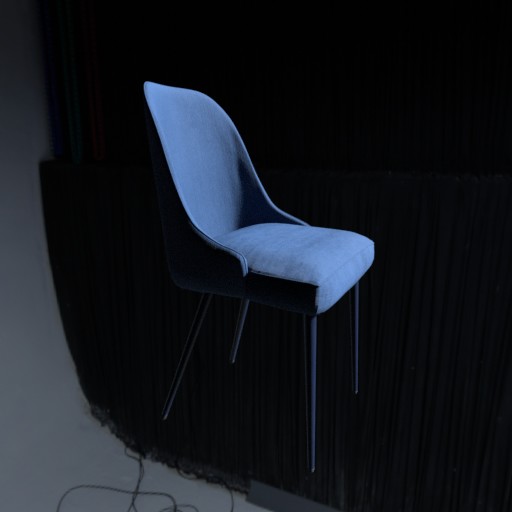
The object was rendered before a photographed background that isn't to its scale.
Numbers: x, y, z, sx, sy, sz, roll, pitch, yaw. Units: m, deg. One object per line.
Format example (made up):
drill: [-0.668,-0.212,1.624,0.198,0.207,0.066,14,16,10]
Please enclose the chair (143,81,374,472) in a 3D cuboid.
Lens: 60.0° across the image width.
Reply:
chair: [0.000,0.000,1.196,0.559,0.896,0.478,7,15,27]
